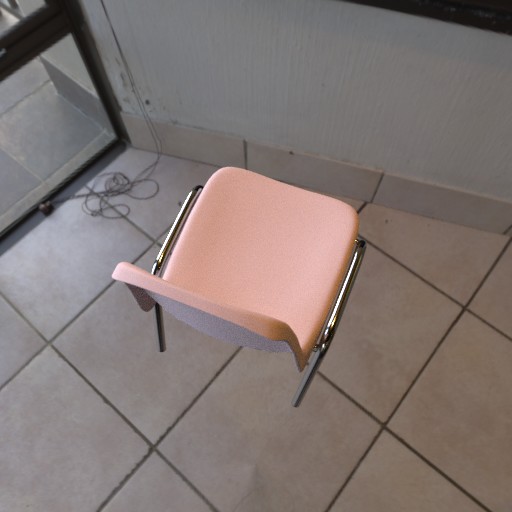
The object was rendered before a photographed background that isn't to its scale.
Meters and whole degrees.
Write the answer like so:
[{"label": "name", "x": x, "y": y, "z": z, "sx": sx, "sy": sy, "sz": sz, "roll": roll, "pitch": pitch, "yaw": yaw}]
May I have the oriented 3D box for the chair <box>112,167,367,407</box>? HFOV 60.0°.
[{"label": "chair", "x": 0.000, "y": 0.000, "z": 0.768, "sx": 0.354, "sy": 0.536, "sz": 0.385, "roll": 20, "pitch": 66, "yaw": 9}]
